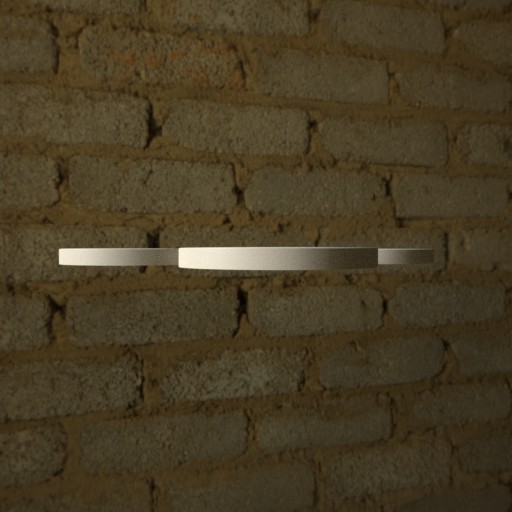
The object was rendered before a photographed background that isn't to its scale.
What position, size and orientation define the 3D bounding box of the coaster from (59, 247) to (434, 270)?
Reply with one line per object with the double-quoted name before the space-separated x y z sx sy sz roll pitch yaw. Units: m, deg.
"coaster" 0.000 0.000 0.326 0.220 0.010 0.224 0 1 36
